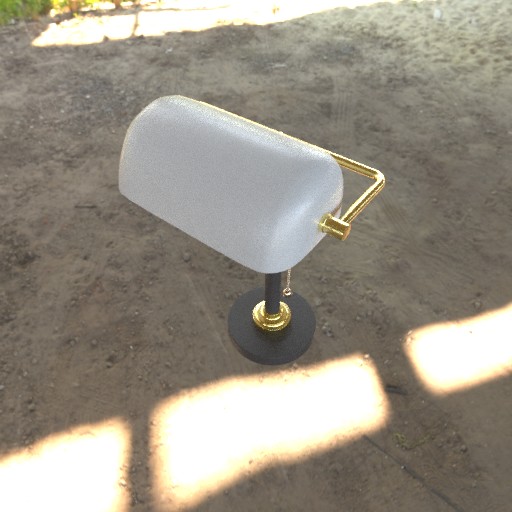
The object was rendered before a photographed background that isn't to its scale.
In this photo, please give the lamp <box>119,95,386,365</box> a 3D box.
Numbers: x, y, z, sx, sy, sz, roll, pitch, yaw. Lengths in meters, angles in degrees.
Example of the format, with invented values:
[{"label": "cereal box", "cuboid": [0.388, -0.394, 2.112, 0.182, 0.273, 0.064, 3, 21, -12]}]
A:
[{"label": "lamp", "cuboid": [0.000, 0.000, 0.567, 0.269, 0.404, 0.227, 29, 52, 25]}]
